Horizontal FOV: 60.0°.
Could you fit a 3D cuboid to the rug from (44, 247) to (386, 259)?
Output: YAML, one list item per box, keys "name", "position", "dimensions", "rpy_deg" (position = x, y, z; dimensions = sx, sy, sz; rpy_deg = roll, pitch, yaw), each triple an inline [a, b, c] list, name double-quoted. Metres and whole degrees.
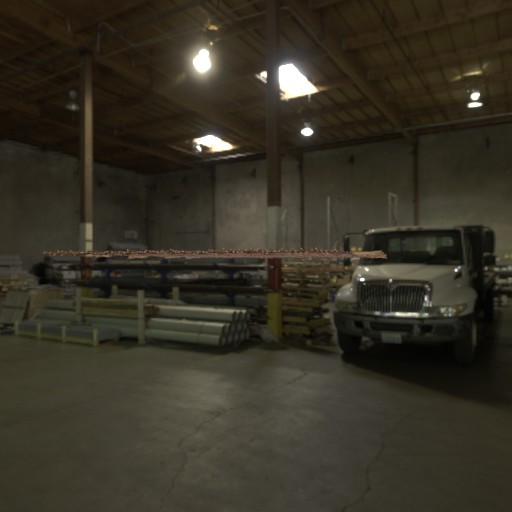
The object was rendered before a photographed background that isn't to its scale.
- name: "rug"
  position: [0.000, 0.000, 3.152]
  dimensions: [1.778, 0.048, 2.450]
  rpy_deg: [0, -1, 18]
